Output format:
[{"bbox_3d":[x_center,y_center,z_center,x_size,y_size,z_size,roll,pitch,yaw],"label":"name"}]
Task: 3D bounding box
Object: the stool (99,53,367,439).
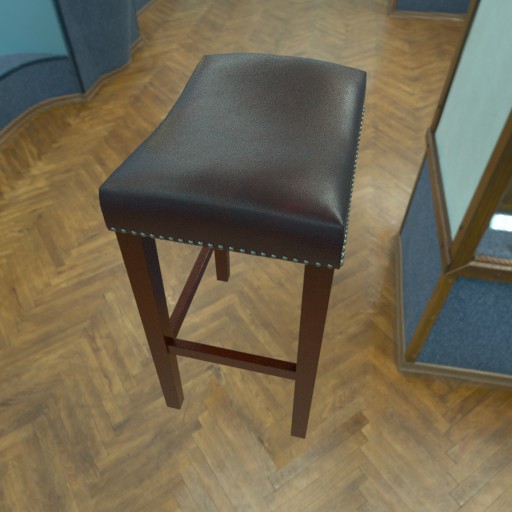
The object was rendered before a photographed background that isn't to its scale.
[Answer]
[{"bbox_3d":[0.000,0.000,1.023,0.372,0.742,0.504,10,47,9],"label":"stool"}]
